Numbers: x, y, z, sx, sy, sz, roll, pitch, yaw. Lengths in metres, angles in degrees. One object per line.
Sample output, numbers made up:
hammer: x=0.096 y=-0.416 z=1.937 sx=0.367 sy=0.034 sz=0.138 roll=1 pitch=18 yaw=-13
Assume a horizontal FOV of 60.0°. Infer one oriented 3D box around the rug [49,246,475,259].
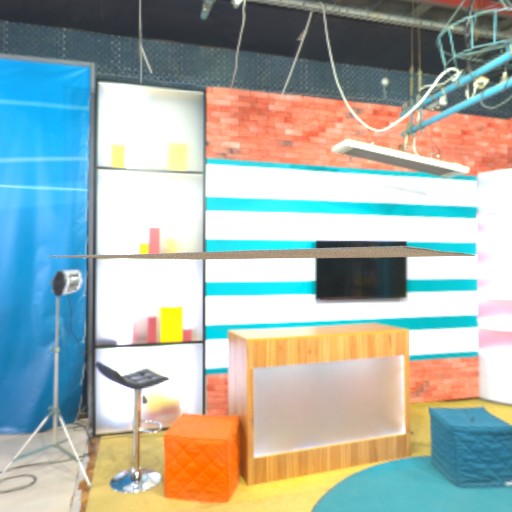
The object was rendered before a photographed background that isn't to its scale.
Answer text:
rug: x=0.000 y=0.000 z=2.986 sx=2.442 sy=0.016 sz=1.527 roll=-1 pitch=-2 yaw=35
